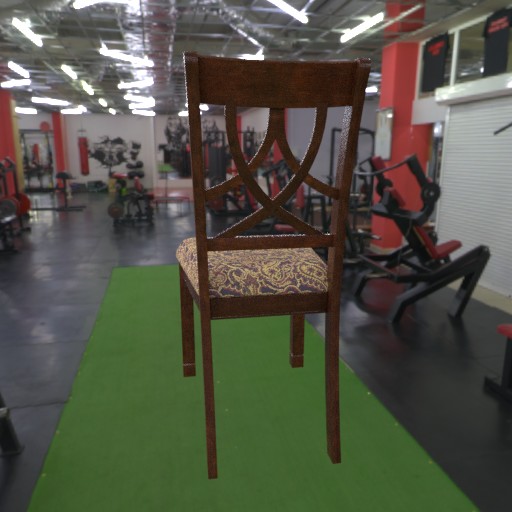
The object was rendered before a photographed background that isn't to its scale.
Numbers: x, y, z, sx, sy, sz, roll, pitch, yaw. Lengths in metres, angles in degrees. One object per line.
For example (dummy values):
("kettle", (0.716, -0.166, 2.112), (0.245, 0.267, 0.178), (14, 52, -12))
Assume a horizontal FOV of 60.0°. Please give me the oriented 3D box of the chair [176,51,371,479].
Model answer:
("chair", (0.000, 0.000, 1.275), (0.457, 0.965, 0.584), (-2, 13, -10))
